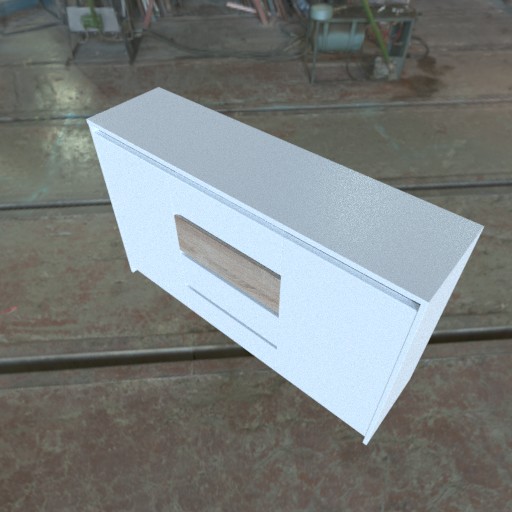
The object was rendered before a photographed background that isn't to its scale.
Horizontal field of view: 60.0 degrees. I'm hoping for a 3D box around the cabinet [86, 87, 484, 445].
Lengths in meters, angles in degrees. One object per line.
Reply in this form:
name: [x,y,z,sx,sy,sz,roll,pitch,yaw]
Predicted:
cabinet: [0.000,0.000,1.860,1.450,0.900,0.380,31,53,27]
